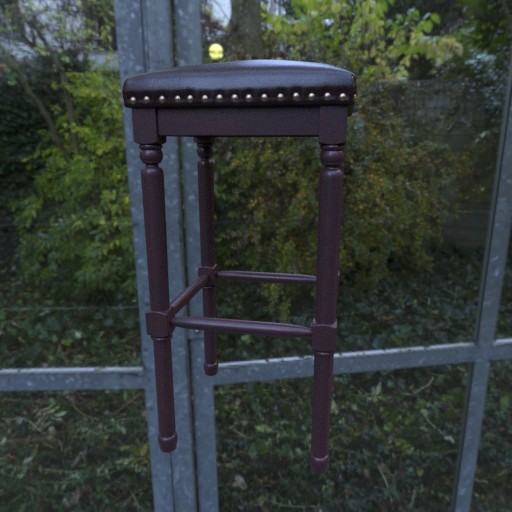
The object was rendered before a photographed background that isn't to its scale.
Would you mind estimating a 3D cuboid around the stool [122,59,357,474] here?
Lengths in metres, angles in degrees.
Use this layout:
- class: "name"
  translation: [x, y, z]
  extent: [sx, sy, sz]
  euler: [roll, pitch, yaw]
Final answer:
- class: "stool"
  translation: [0.000, 0.000, 0.955]
  extent: [0.382, 0.768, 0.383]
  euler: [3, 15, 11]
